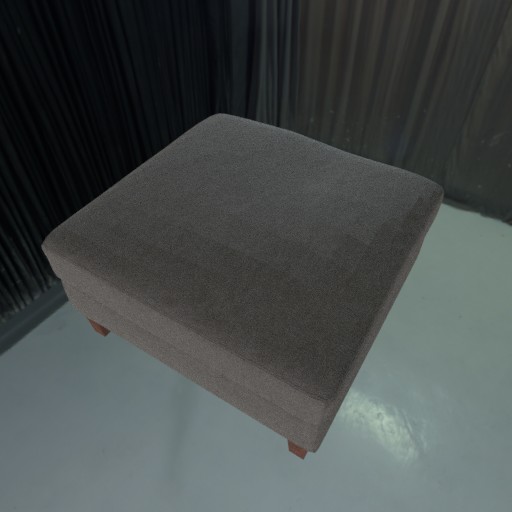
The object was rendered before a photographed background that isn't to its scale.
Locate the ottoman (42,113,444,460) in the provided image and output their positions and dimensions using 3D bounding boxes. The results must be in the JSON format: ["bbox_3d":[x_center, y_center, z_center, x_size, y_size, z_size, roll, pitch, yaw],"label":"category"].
[{"bbox_3d":[0.000,0.000,1.415,0.881,0.482,0.861,24,51,22],"label":"ottoman"}]
